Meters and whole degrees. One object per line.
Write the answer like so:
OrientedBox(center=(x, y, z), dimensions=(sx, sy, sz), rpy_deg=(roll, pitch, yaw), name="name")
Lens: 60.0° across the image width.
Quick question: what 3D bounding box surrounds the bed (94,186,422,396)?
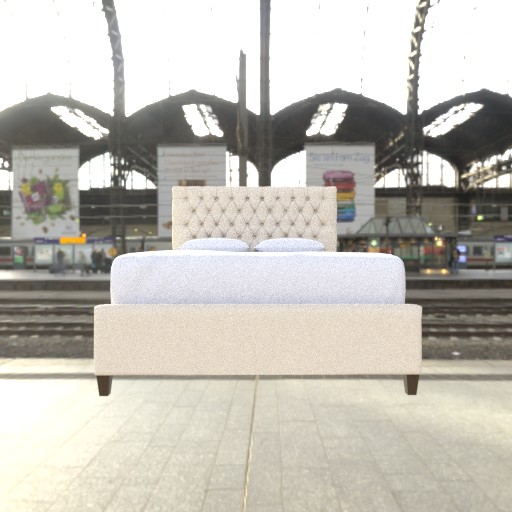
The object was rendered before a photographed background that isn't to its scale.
OrientedBox(center=(0.000, 0.000, 3.426), dimensions=(1.698, 1.427, 2.387), rpy_deg=(0, 0, -1), name="bed")
